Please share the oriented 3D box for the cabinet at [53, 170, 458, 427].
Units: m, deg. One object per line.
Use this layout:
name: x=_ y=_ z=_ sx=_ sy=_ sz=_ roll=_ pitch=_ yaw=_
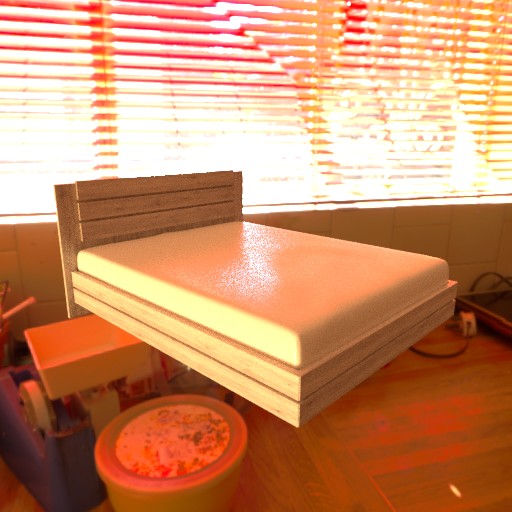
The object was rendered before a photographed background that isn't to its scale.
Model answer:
cabinet: x=0.000 y=0.000 z=2.989 sx=2.080 sy=0.970 sz=1.750 roll=14 pitch=21 yaw=42
